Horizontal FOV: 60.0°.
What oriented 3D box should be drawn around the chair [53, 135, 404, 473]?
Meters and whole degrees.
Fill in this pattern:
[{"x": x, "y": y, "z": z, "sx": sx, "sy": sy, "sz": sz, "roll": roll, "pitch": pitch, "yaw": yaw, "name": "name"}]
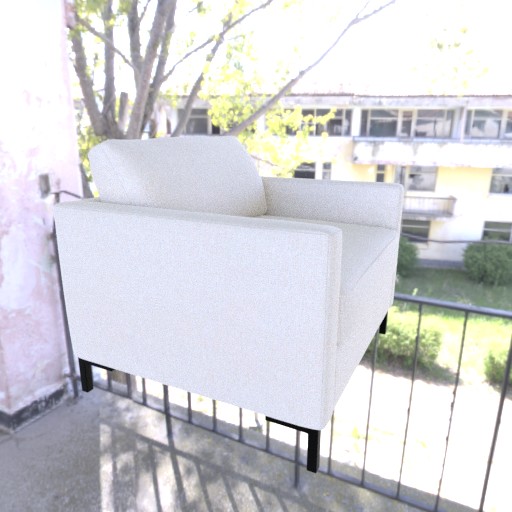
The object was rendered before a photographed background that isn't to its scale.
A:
[{"x": 0.000, "y": 0.000, "z": 1.557, "sx": 0.875, "sy": 0.806, "sz": 0.964, "roll": 8, "pitch": 18, "yaw": 26, "name": "chair"}]
